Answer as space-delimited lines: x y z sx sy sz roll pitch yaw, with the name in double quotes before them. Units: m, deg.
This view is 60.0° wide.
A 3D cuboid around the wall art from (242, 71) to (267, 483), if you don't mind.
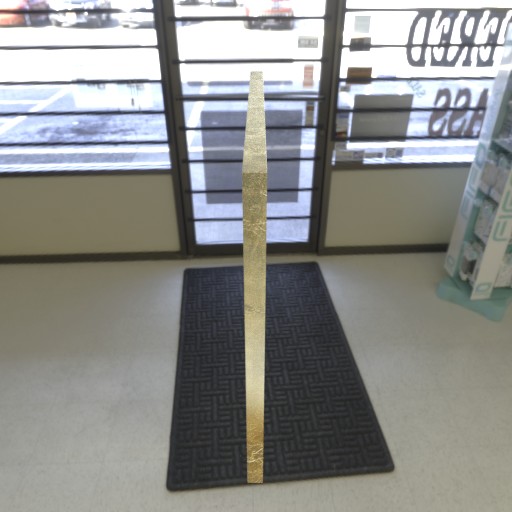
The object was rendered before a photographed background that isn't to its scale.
"wall art" 0.000 0.000 1.640 0.051 1.091 1.092 0 32 0
